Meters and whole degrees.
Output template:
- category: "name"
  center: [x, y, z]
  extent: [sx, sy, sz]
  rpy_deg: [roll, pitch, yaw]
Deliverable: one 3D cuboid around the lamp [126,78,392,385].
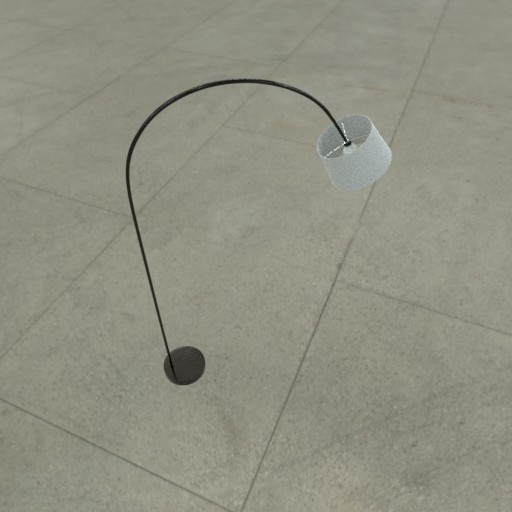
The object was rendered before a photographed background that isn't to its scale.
- category: "lamp"
  center: [0.000, 0.000, 2.579]
  extent: [1.363, 2.104, 0.331]
  rpy_deg: [-9, 46, -8]
